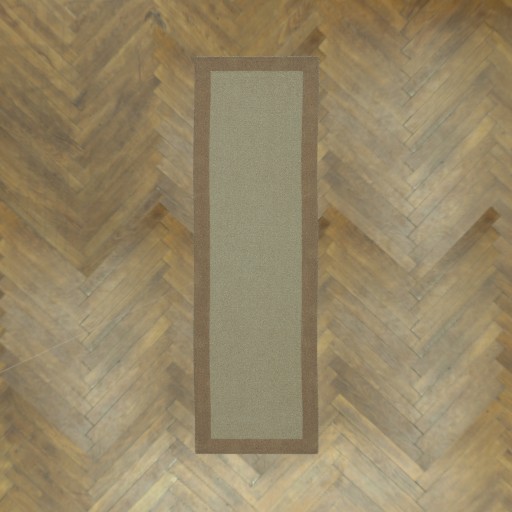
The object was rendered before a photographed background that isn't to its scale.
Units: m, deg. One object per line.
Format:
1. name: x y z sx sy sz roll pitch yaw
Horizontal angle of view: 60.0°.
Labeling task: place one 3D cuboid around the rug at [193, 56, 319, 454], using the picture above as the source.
1. rug: 0.000 0.000 2.708 0.767 0.012 2.430 0 90 0
